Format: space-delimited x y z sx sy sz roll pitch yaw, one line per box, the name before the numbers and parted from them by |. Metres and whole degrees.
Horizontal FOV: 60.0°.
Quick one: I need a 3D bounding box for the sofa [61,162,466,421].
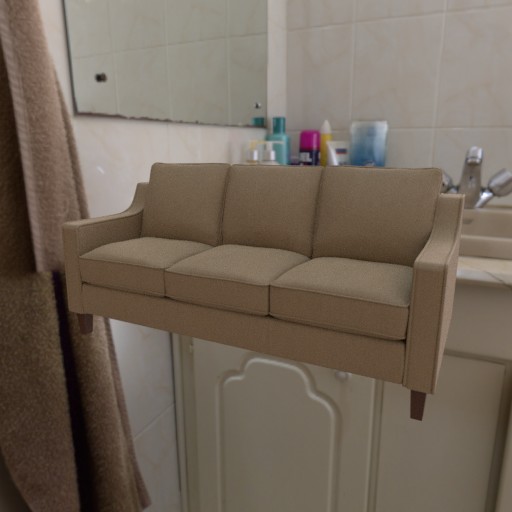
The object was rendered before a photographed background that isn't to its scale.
sofa | 0.000 0.000 2.427 1.986 0.974 0.911 7 15 26
